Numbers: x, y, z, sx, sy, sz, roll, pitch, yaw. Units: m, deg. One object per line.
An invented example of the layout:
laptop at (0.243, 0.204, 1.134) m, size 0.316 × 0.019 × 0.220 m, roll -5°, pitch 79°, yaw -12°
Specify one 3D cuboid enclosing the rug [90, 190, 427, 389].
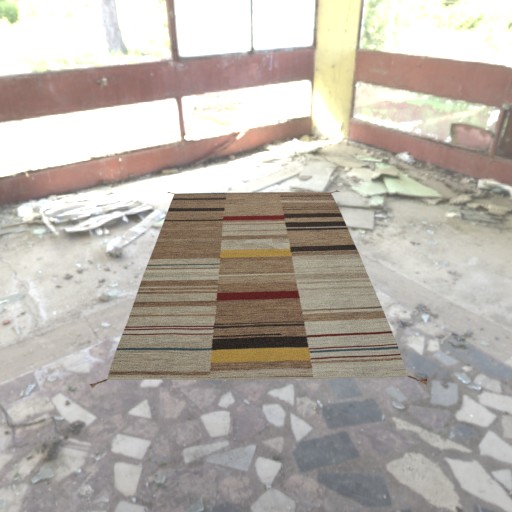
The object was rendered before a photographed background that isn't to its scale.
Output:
rug at (0.000, 0.000, 2.445) m, size 1.268 × 0.007 × 1.918 m, roll 0°, pitch 30°, yaw -1°
